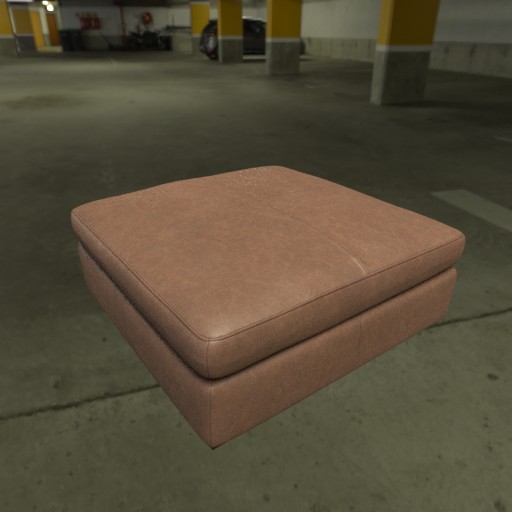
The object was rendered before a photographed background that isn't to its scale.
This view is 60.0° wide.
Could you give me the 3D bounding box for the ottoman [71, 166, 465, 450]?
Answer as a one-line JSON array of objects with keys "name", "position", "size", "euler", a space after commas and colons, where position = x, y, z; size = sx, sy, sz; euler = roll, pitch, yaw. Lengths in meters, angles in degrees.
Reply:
[{"name": "ottoman", "position": [0.000, 0.000, 1.829], "size": [1.168, 0.490, 1.168], "euler": [-18, 32, -32]}]
